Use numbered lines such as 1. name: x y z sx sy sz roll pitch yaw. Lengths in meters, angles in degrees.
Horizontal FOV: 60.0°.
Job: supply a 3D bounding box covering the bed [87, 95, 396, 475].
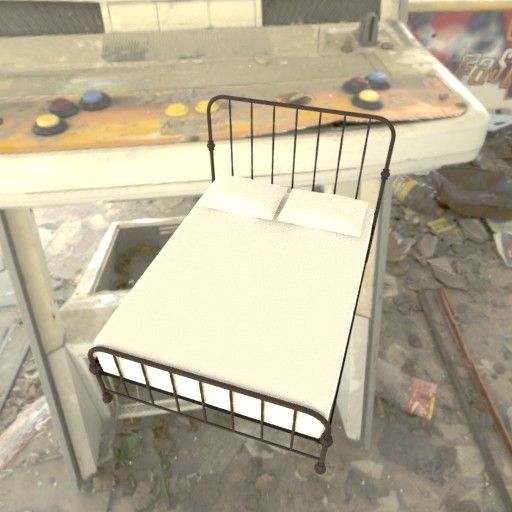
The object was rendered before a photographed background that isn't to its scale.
1. bed: 0.000 0.000 3.234 1.616 1.446 2.134 13 43 14
